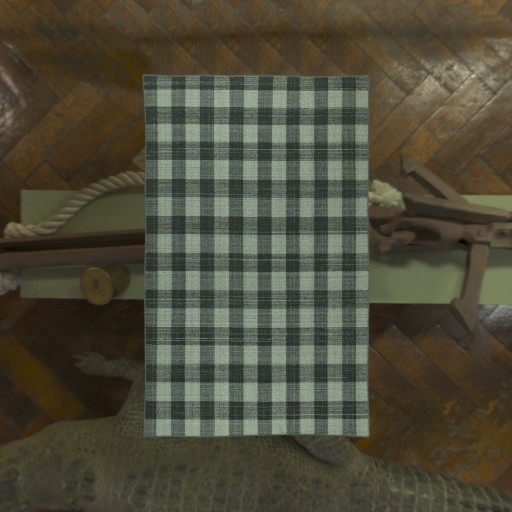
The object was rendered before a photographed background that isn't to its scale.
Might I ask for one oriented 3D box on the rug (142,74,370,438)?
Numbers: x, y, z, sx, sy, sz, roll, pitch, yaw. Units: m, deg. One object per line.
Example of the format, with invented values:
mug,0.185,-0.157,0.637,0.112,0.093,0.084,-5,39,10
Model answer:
rug,0.000,0.000,3.024,1.554,0.011,2.476,0,90,0
